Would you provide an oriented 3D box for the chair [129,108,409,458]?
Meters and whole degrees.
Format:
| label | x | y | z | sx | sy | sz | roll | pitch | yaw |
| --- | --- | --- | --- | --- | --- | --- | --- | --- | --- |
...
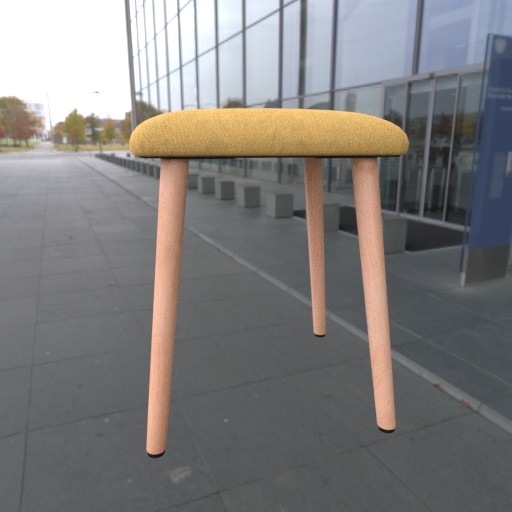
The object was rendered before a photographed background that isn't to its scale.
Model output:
| label | x | y | z | sx | sy | sz | roll | pitch | yaw |
| --- | --- | --- | --- | --- | --- | --- | --- | --- | --- |
| chair | 0.000 | 0.000 | 0.707 | 0.350 | 0.440 | 0.350 | -2 | 15 | -9 |
